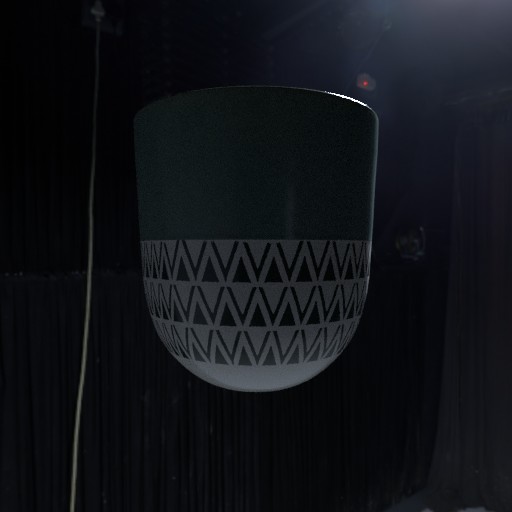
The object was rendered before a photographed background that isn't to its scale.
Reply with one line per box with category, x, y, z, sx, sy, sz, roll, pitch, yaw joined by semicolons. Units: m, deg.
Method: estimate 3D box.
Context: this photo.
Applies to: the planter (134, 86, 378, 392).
planter;0.000;0.000;0.374;0.198;0.214;0.198;0;1;0
